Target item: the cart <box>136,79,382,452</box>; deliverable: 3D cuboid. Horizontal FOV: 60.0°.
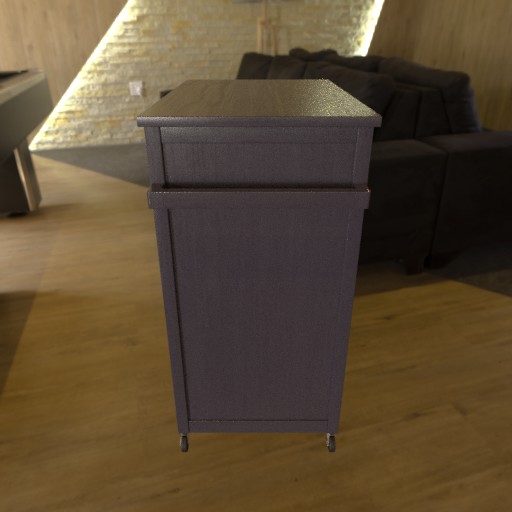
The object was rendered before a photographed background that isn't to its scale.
[{"bbox_3d":[0.000,0.000,1.268,0.449,0.878,0.690,0,27,0],"label":"cart"}]
